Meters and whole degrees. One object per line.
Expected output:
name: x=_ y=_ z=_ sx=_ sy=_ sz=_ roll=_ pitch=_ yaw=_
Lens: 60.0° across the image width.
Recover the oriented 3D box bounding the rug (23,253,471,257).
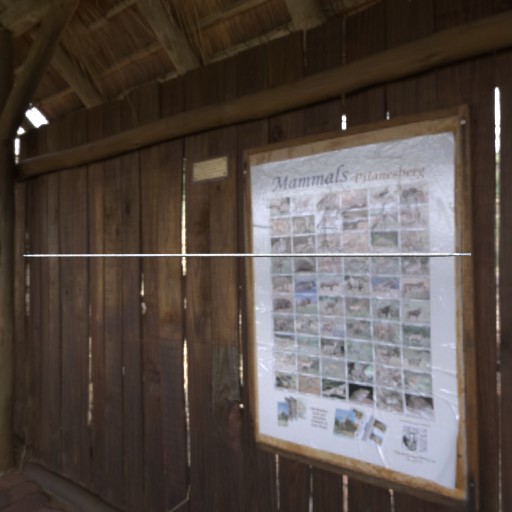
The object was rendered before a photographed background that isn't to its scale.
rug: x=0.000 y=0.000 z=2.997 sx=2.438 sy=0.010 sz=1.524 roll=0 pitch=0 yaw=18
